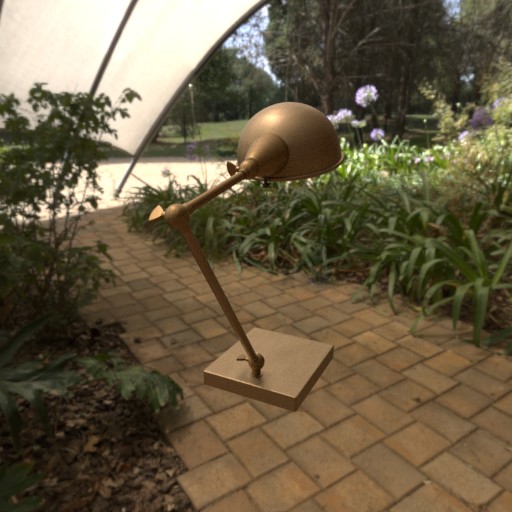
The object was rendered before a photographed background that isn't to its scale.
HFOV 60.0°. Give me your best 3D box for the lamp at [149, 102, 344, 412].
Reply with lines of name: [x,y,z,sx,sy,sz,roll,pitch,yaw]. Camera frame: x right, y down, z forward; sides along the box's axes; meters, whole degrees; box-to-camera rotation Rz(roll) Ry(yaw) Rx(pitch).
lamp: [0.000,0.000,0.553,0.149,0.371,0.339,8,18,26]
